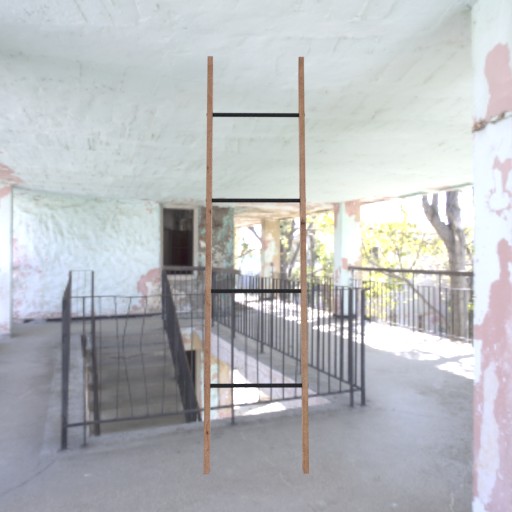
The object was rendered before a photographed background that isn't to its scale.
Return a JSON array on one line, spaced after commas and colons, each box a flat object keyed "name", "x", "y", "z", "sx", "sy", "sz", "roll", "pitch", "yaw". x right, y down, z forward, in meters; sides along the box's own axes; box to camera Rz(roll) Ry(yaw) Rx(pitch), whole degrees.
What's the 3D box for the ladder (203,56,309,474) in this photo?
[{"name": "ladder", "x": 0.000, "y": 0.000, "z": 1.929, "sx": 0.442, "sy": 1.805, "sz": 0.200, "roll": 0, "pitch": 0, "yaw": -1}]
